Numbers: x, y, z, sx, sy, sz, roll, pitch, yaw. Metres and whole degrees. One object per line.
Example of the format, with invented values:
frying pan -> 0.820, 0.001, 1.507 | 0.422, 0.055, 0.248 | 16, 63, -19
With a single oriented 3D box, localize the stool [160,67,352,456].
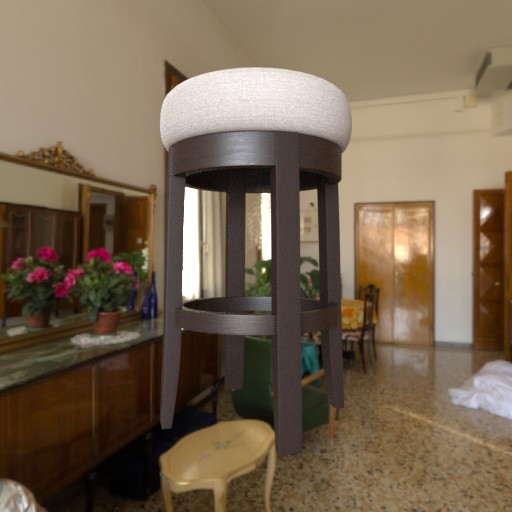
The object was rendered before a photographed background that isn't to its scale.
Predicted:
stool -> 0.000, 0.000, 1.047 | 0.443, 0.757, 0.443 | 0, 0, 0
